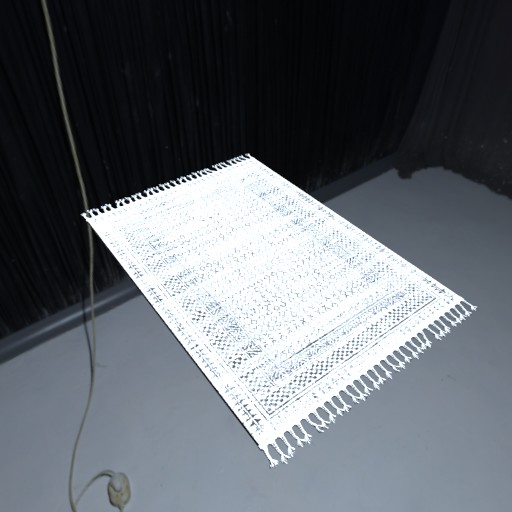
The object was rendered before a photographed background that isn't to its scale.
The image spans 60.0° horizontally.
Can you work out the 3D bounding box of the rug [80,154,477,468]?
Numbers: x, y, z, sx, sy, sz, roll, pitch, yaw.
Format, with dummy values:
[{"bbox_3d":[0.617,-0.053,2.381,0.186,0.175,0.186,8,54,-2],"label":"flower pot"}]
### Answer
[{"bbox_3d":[0.000,0.000,2.356,1.243,0.013,1.872,-26,48,-27],"label":"rug"}]
